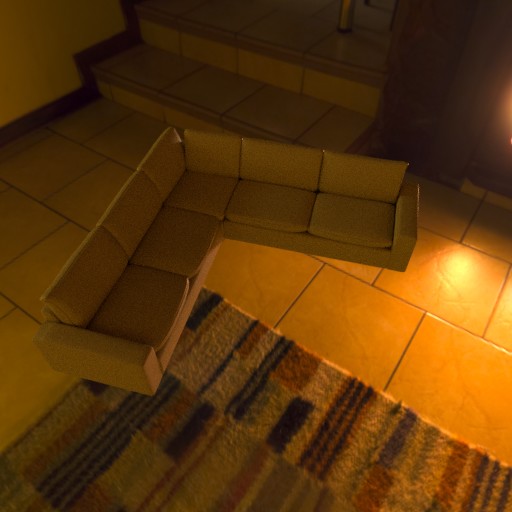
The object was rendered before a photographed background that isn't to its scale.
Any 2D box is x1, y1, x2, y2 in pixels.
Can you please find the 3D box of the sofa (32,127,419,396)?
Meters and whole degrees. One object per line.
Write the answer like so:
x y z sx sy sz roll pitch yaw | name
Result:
0.000 0.000 3.946 2.742 0.800 2.622 11 49 10 | sofa
